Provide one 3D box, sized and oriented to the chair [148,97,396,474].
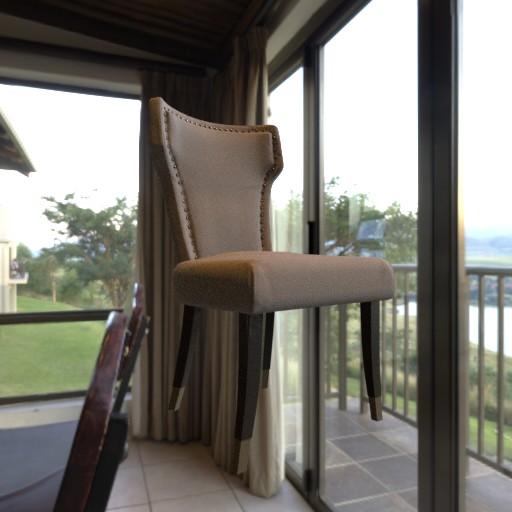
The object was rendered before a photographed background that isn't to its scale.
[{"bbox_3d":[0.000,0.000,1.328,0.526,0.950,0.630,0,1,-38],"label":"chair"}]
